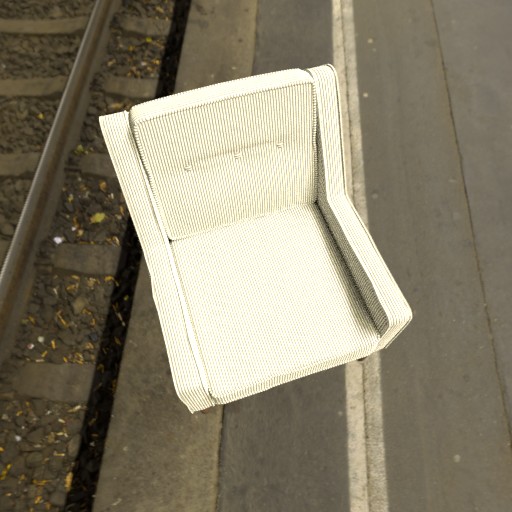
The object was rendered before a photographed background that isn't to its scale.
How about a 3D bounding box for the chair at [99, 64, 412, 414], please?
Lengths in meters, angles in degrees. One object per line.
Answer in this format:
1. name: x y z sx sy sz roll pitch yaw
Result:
1. chair: 0.000 0.000 1.354 0.663 0.792 0.743 -16 64 -8
